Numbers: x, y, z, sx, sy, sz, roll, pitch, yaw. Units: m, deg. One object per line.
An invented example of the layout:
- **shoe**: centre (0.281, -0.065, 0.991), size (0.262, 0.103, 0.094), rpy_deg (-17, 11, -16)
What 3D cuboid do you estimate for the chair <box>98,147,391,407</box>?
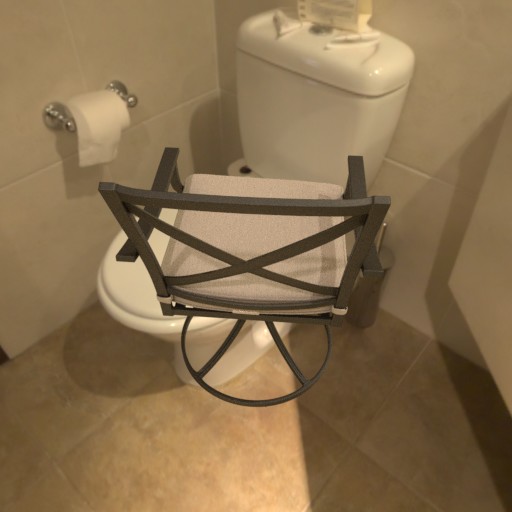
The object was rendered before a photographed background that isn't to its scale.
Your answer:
- **chair**: centre (0.000, 0.000, 1.251), size (0.575, 0.889, 0.620), rpy_deg (3, 46, 3)
